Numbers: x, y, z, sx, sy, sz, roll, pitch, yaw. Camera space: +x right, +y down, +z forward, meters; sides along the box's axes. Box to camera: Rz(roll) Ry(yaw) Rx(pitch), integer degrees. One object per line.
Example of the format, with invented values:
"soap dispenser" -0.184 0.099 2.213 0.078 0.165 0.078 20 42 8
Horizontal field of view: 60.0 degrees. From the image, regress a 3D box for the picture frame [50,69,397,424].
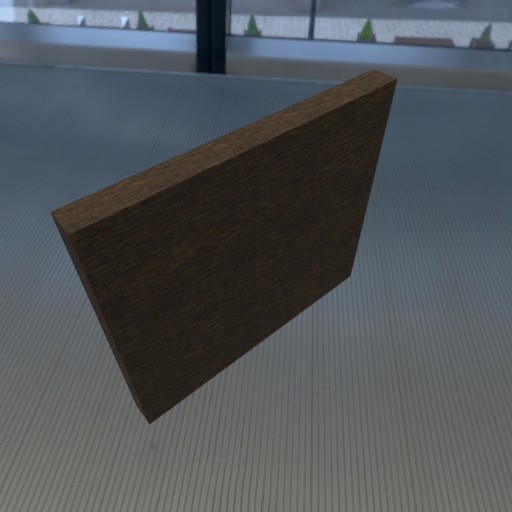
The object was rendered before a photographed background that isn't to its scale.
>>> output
"picture frame" 0.000 0.000 0.529 0.378 0.330 0.033 -32 54 -26
